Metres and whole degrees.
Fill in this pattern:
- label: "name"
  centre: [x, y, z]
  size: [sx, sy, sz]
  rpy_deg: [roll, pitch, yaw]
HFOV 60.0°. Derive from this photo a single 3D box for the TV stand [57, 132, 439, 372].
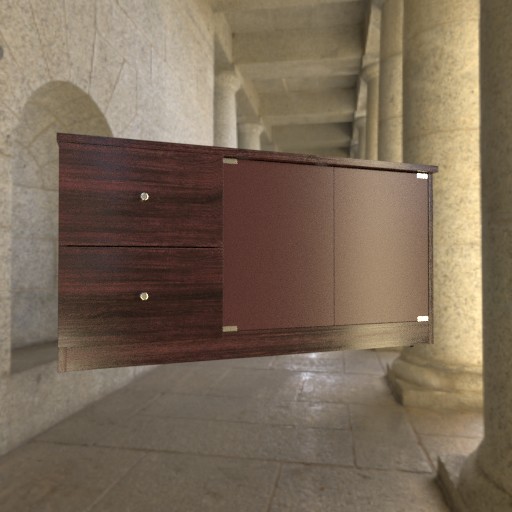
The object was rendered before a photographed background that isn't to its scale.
- label: "TV stand"
  centre: [0.000, 0.000, 1.481]
  size: [1.192, 0.614, 0.404]
  rpy_deg: [0, -1, -19]
